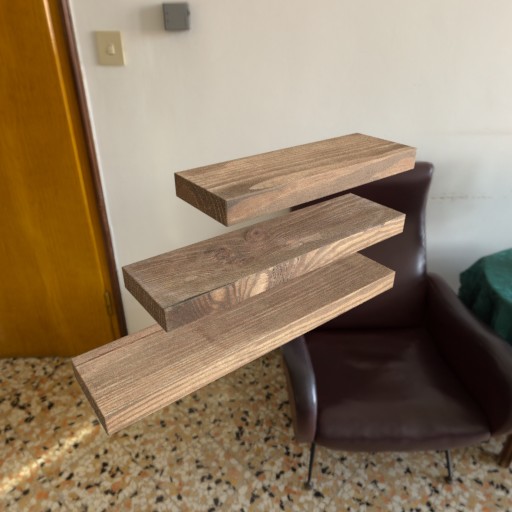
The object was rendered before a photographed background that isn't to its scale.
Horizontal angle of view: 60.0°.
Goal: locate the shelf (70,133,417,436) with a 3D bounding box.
[{"bbox_3d":[0.000,0.000,0.739,0.610,0.293,0.140,-20,35,-32],"label":"shelf"}]
